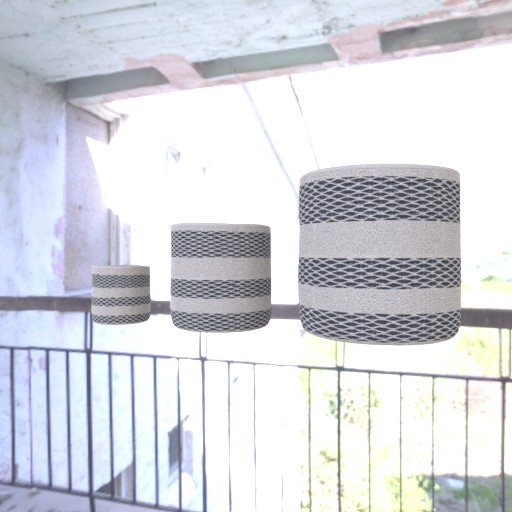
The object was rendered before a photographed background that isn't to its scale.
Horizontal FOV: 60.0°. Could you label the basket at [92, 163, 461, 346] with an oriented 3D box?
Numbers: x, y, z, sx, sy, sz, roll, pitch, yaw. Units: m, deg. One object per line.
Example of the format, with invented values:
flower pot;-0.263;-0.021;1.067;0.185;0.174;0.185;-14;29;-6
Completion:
basket;0.000;0.000;1.086;0.917;0.356;0.351;0;0;18
